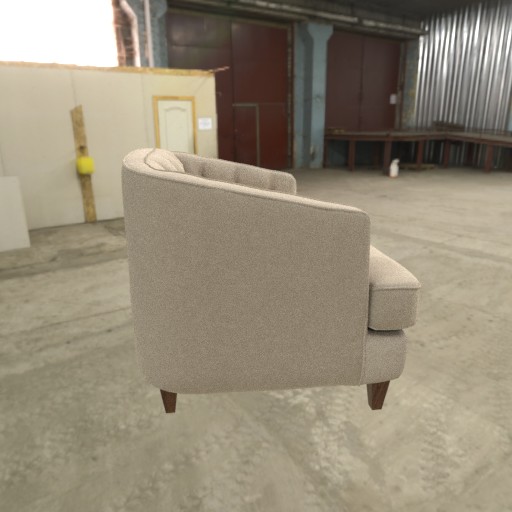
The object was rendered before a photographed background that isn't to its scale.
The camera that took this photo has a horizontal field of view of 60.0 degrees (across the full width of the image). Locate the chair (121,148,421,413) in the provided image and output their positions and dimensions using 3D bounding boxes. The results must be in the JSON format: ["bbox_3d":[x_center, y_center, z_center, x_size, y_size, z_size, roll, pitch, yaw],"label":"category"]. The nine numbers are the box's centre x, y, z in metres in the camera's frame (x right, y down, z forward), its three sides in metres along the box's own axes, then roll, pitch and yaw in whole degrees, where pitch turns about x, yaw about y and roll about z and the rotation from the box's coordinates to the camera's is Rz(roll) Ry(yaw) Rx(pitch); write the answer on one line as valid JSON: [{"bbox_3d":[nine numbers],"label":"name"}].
[{"bbox_3d":[0.000,0.000,1.820,0.941,0.852,1.104,-2,17,-8],"label":"chair"}]
